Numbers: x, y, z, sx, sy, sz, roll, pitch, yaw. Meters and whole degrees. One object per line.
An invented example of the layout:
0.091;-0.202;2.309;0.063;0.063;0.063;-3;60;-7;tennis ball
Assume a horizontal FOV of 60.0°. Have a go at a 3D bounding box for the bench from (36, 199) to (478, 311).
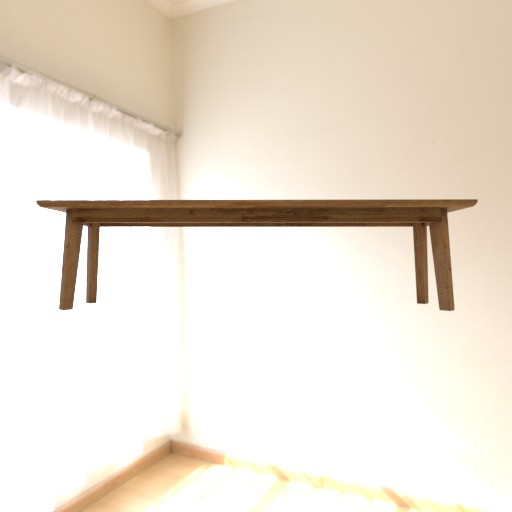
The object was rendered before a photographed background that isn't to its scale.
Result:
0.000;0.000;1.888;1.698;0.431;0.378;0;0;1;bench
